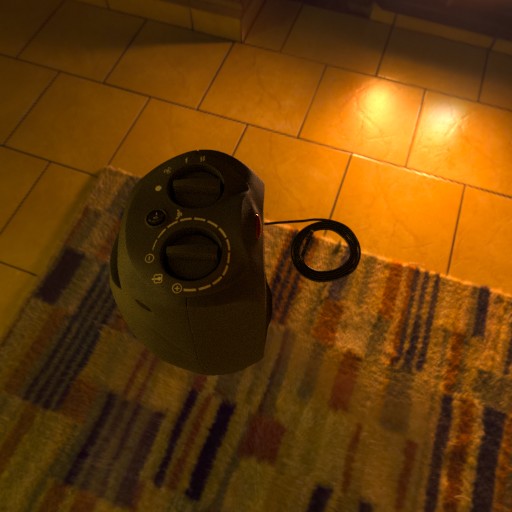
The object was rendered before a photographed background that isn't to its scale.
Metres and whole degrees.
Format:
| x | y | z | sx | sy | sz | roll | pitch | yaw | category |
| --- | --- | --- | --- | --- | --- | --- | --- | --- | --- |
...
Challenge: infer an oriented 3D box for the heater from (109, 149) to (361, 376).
| x | y | z | sx | sy | sz | roll | pitch | yaw | category |
| --- | --- | --- | --- | --- | --- | --- | --- | --- | --- |
| 0.000 | 0.000 | 0.475 | 0.291 | 0.255 | 0.239 | 0 | 64 | 0 | heater |
